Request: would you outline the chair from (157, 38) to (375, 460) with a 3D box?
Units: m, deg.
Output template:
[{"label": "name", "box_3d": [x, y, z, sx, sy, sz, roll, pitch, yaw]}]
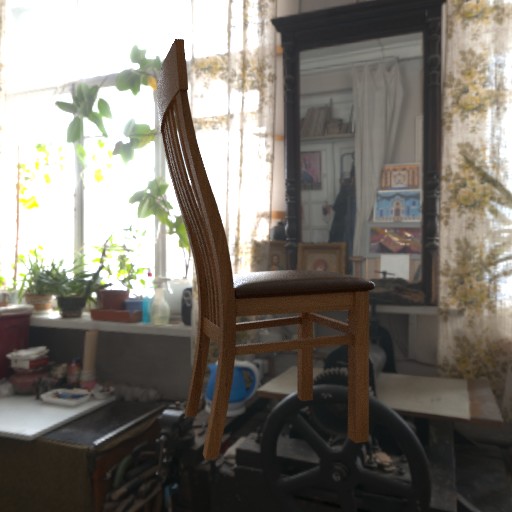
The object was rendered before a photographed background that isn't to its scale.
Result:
[{"label": "chair", "box_3d": [0.000, 0.000, 1.363, 0.580, 1.050, 0.450, 0, 1, -18]}]
